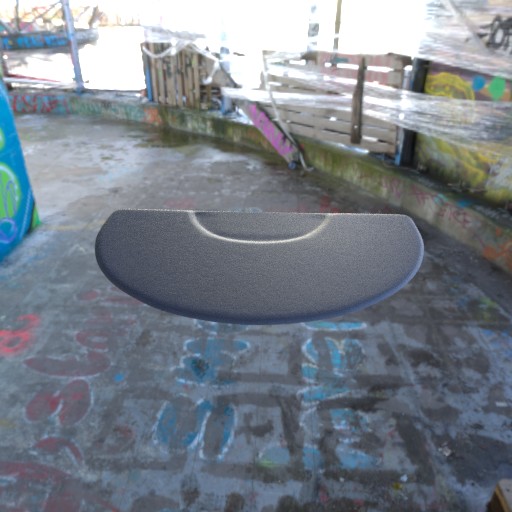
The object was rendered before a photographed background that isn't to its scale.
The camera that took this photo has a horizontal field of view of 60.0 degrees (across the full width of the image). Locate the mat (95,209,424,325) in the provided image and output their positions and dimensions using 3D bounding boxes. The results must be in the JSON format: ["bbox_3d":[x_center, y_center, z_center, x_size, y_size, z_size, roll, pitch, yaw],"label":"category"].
[{"bbox_3d":[0.000,0.000,1.897,1.525,0.016,0.917,1,30,2],"label":"mat"}]
